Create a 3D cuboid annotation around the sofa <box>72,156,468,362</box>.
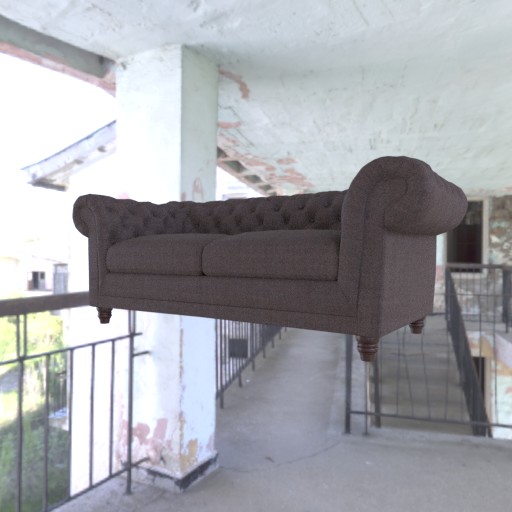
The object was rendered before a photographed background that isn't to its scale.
[{"bbox_3d":[0.000,0.000,2.444,2.048,0.780,0.944,0,0,34],"label":"sofa"}]
